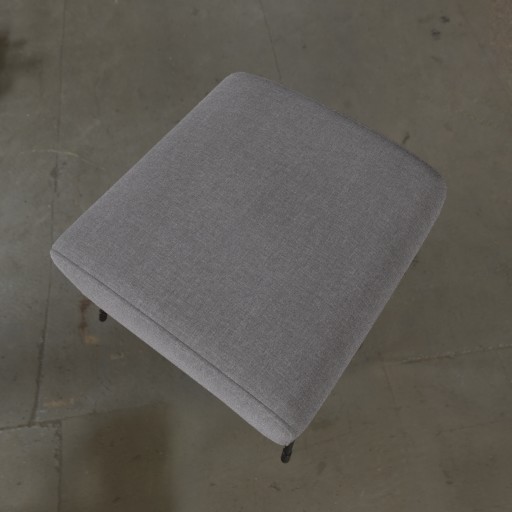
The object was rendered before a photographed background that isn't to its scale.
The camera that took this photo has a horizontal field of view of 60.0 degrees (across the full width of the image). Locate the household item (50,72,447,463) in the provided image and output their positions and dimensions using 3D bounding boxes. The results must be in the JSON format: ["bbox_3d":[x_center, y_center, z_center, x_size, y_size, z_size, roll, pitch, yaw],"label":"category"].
[{"bbox_3d":[0.000,0.000,0.876,0.530,0.410,0.530,33,68,15],"label":"household item"}]
